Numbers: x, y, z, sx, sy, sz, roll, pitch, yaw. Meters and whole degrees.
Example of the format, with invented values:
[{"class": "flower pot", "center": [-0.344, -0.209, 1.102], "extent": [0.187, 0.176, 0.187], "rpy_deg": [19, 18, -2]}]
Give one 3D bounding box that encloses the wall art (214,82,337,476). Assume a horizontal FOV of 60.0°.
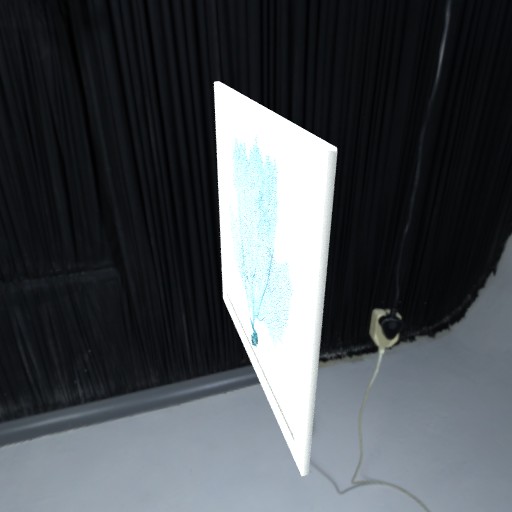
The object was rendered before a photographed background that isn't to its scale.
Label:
[{"class": "wall art", "center": [0.000, 0.000, 0.889], "extent": [0.013, 0.584, 0.584], "rpy_deg": [-9, 30, -15]}]
